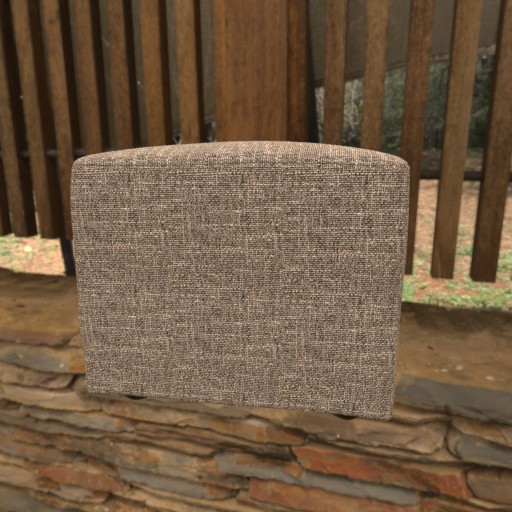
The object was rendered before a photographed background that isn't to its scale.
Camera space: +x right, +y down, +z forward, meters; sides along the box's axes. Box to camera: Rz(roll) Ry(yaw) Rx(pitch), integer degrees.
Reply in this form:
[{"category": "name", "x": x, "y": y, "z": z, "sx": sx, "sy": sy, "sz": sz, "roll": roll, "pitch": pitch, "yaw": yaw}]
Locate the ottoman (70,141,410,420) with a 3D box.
[{"category": "ottoman", "x": 0.000, "y": 0.000, "z": 0.912, "sx": 0.512, "sy": 0.453, "sz": 0.521, "roll": 2, "pitch": 13, "yaw": 9}]
